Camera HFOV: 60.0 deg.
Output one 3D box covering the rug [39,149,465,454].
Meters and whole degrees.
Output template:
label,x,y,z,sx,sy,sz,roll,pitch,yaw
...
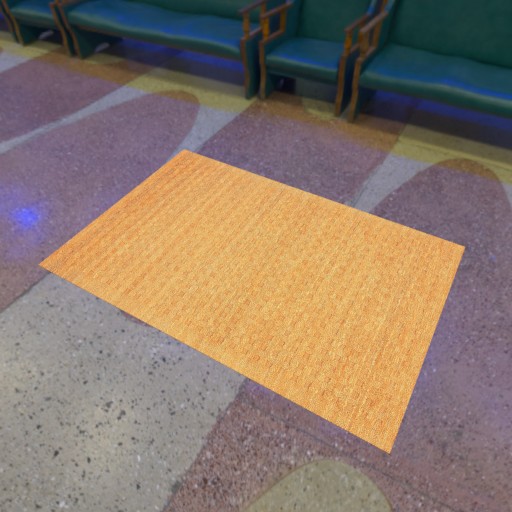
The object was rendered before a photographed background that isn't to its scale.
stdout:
label,x,y,z,sx,sy,sz,roll,pitch,yaw
rug,0.000,0.000,2.850,2.285,0.006,1.524,23,50,21
